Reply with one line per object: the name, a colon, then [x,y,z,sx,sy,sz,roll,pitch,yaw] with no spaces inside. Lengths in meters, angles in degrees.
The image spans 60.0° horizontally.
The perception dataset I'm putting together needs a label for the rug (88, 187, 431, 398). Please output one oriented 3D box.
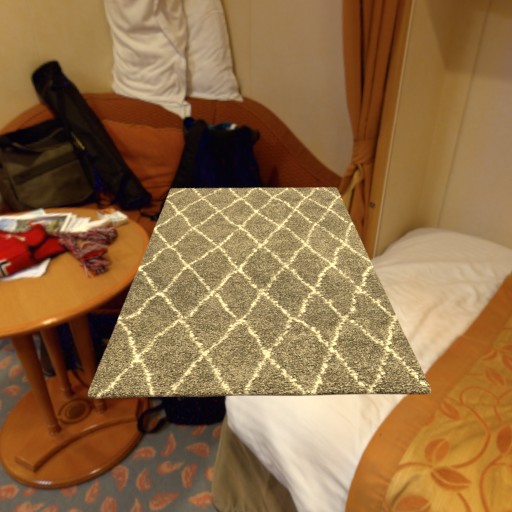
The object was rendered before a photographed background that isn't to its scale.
rug: [0.000,0.000,3.007,1.524,0.030,2.438,0,30,-1]
